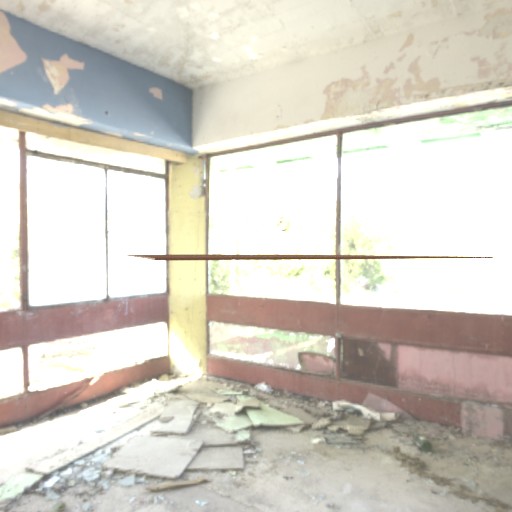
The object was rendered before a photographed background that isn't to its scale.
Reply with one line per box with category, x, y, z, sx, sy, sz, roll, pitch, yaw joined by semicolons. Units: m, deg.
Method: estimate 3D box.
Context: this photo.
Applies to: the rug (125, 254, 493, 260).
rug;0.000;0.000;2.281;1.217;0.007;1.828;0;1;-19
